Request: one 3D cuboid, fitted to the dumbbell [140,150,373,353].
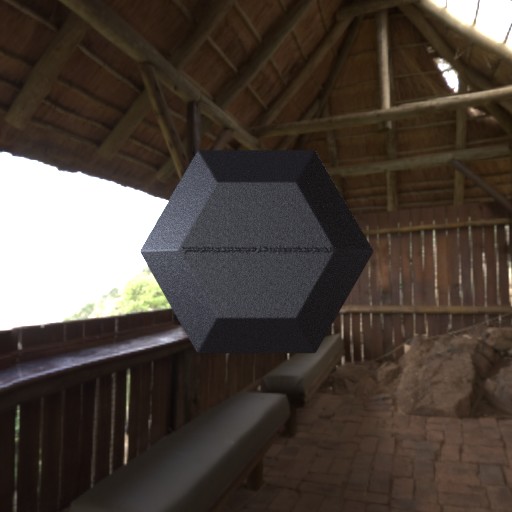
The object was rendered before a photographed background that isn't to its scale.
[{"bbox_3d":[0.000,0.000,0.451,0.157,0.137,0.361,0,-1,0],"label":"dumbbell"}]
